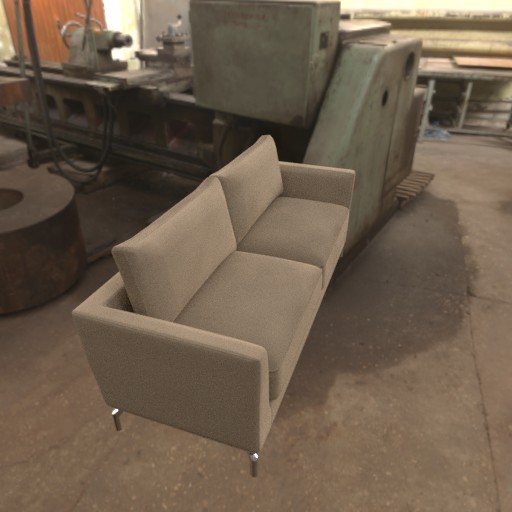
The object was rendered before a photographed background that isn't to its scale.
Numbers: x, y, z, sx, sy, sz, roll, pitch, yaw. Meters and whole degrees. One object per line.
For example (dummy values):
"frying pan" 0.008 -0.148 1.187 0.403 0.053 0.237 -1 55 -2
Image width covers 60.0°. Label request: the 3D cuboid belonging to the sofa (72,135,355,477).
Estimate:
"sofa" 0.000 0.000 2.745 0.868 1.005 2.214 10 32 17
